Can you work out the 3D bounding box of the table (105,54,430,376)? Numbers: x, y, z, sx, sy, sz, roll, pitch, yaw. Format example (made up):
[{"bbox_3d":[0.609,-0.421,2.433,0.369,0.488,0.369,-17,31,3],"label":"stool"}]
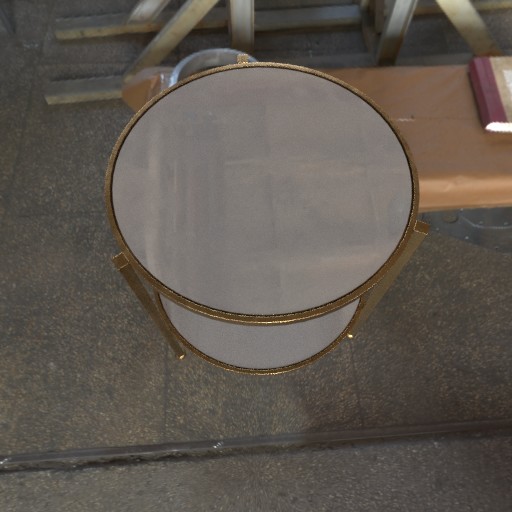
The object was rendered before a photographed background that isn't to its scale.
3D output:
[{"bbox_3d":[0.000,0.000,0.449,0.243,0.269,0.231,-34,69,-15],"label":"table"}]
